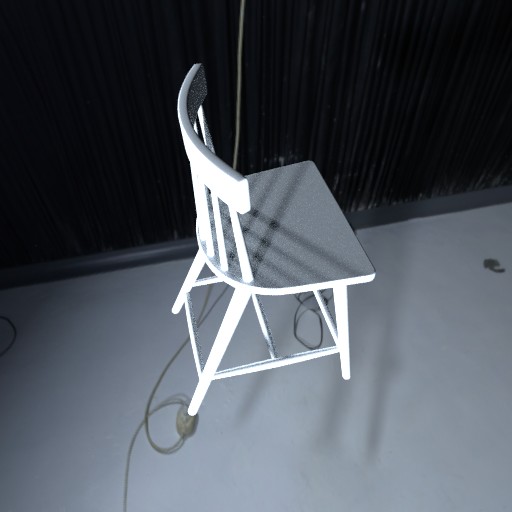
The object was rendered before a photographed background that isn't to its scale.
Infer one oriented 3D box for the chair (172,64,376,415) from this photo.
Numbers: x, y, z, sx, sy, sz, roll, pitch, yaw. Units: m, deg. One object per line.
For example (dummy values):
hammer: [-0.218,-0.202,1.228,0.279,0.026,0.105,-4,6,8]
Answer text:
chair: [0.000,0.000,1.299,0.572,0.952,0.483,-11,49,-10]
